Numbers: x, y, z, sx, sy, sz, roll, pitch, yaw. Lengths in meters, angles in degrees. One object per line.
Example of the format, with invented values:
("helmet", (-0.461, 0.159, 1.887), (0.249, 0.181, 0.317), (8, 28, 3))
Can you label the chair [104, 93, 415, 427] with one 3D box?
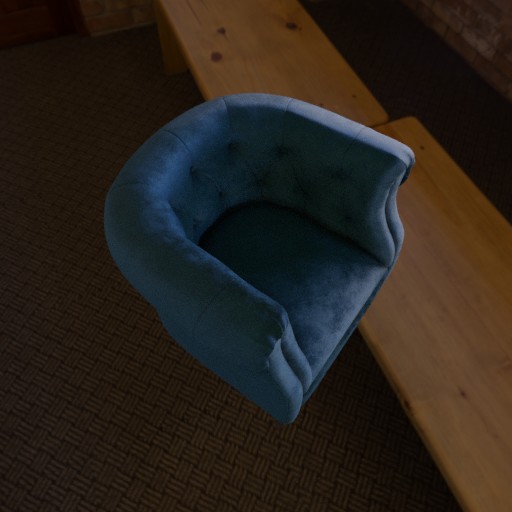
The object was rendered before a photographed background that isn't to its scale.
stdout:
("chair", (0.000, 0.000, 1.631), (0.851, 0.826, 0.904), (32, 63, 18))
